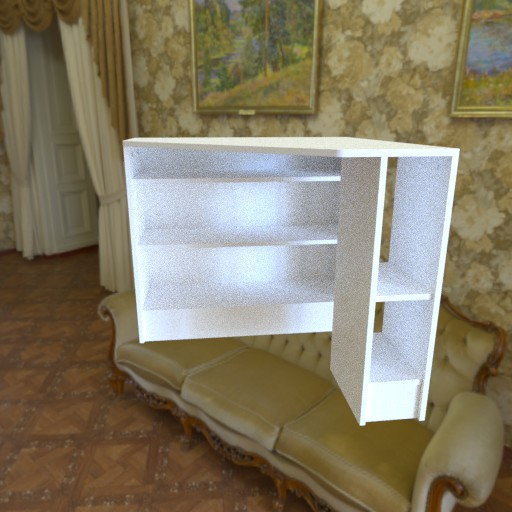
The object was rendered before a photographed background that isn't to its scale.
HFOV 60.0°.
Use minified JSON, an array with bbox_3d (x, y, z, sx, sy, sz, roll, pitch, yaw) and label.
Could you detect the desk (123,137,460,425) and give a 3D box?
[{"bbox_3d":[0.000,0.000,1.639,0.940,0.818,0.926,-2,17,-6],"label":"desk"}]
